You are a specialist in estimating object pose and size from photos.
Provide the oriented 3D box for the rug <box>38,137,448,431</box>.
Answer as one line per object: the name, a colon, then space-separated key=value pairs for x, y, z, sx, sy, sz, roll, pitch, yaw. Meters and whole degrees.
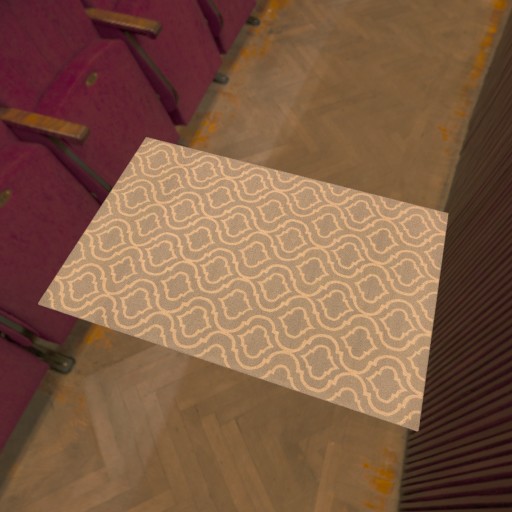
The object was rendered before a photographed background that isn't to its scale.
rug: x=0.000 y=0.000 z=2.191 sx=1.749 sy=0.015 sz=1.141 roll=16 pitch=60 yaw=9
